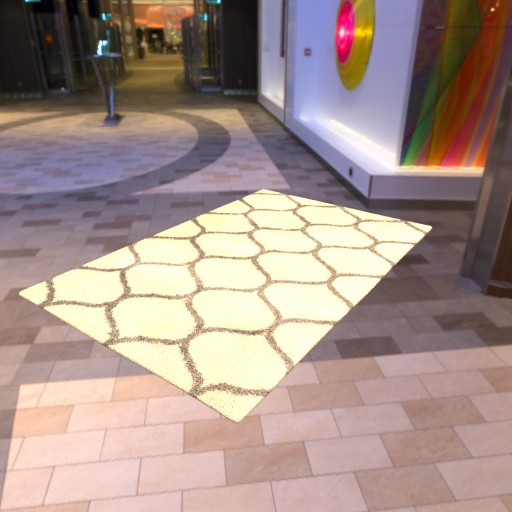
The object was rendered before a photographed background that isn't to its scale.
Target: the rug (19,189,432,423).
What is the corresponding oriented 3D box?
[{"bbox_3d":[0.000,0.000,3.326,1.801,0.026,2.701,18,31,32],"label":"rug"}]
